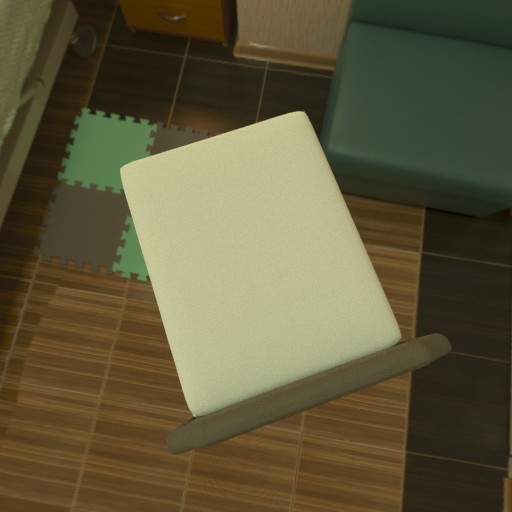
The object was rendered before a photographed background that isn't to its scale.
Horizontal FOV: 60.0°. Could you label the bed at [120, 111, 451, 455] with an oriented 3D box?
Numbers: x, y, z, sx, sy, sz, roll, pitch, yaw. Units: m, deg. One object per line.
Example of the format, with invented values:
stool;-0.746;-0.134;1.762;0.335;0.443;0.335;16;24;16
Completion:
bed;0.000;0.000;3.326;1.831;1.297;2.181;-19;75;-5
